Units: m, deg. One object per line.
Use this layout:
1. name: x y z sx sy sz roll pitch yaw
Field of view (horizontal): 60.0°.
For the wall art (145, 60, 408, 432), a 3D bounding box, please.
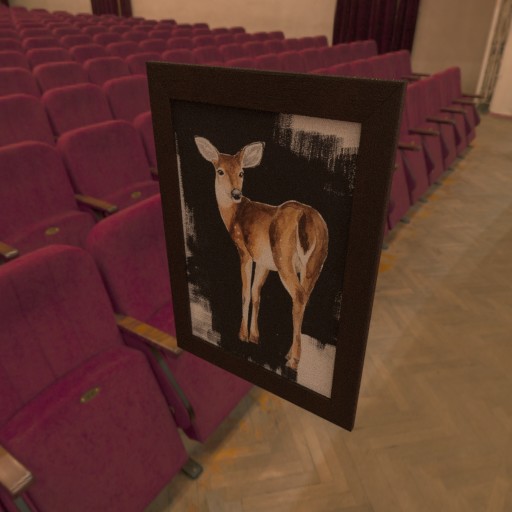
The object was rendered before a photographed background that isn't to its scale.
1. wall art: 0.000 0.000 0.651 0.359 0.508 0.013 18 34 29
